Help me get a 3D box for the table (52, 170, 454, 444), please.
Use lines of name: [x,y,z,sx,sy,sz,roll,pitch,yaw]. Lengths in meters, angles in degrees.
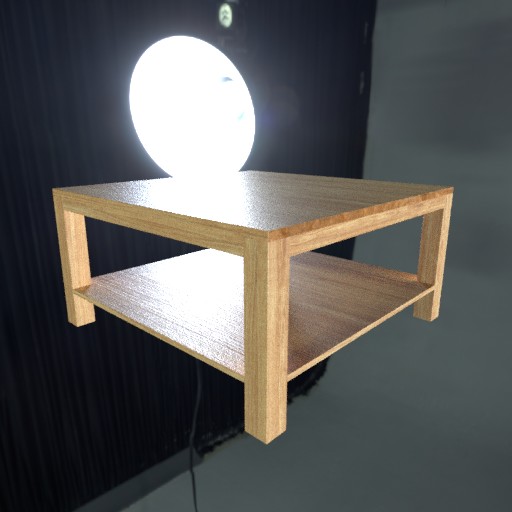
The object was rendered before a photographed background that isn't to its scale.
table: [0.000,0.000,1.465,0.900,0.450,0.900,14,21,41]
